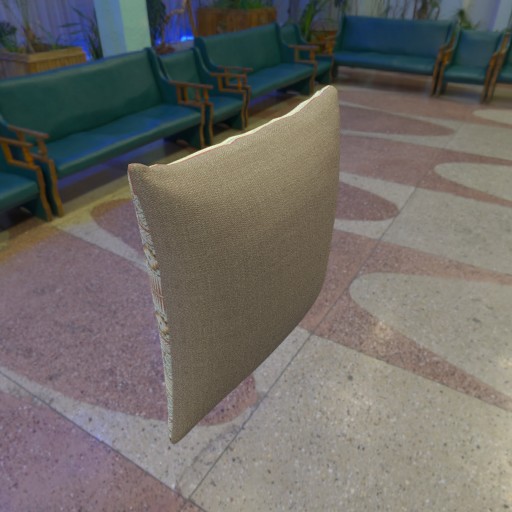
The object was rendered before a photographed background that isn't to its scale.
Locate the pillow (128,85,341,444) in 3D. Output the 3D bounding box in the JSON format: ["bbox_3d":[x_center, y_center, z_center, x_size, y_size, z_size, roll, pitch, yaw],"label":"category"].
[{"bbox_3d":[0.000,0.000,0.815,0.215,0.519,0.521,21,39,28],"label":"pillow"}]
